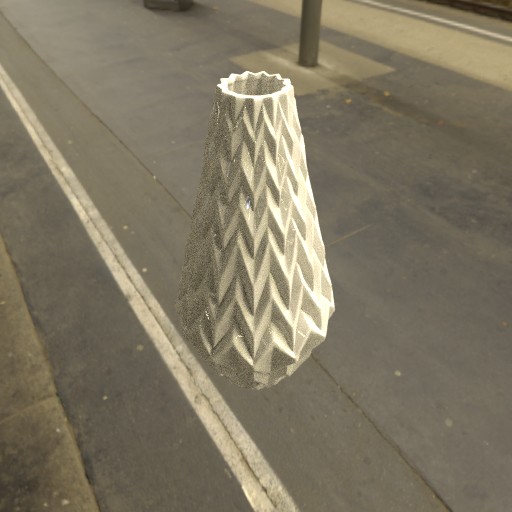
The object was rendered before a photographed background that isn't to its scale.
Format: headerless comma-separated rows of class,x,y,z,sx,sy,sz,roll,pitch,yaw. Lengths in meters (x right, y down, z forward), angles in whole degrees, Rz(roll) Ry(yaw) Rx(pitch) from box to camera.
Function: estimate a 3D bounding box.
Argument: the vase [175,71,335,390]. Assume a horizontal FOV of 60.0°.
vase,0.000,0.000,0.426,0.167,0.328,0.167,0,41,0
